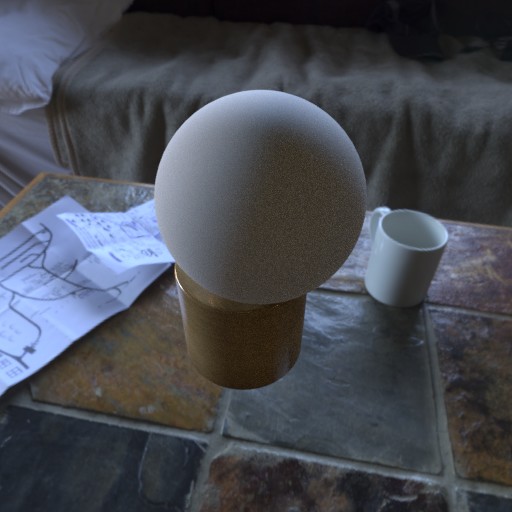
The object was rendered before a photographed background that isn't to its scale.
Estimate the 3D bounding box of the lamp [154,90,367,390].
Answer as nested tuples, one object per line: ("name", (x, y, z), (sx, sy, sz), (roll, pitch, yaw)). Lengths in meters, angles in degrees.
("lamp", (0.000, 0.000, 0.342), (0.141, 0.250, 0.152), (-24, 47, -25))
